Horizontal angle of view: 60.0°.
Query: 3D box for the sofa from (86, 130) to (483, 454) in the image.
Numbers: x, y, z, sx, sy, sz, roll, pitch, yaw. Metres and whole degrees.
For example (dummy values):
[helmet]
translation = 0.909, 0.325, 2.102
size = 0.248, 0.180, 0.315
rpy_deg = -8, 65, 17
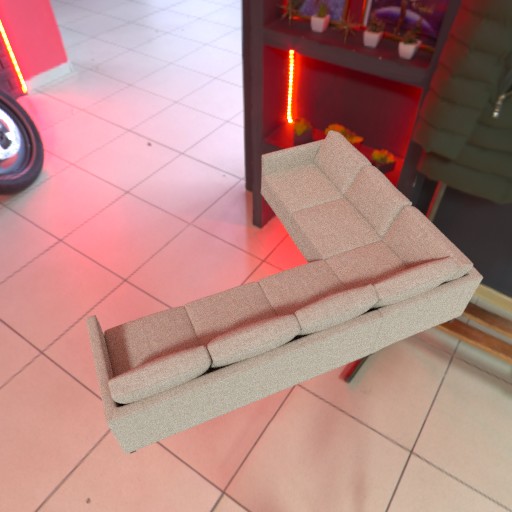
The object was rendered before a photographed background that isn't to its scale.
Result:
[sofa]
translation = 0.000, 0.000, 4.252
size = 3.182, 0.863, 2.432
rpy_deg = -17, 49, -16
